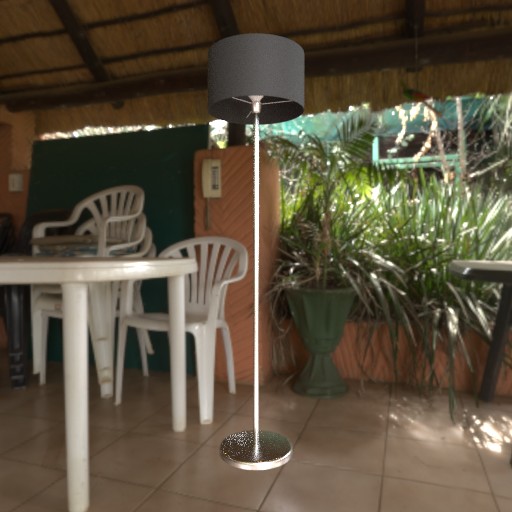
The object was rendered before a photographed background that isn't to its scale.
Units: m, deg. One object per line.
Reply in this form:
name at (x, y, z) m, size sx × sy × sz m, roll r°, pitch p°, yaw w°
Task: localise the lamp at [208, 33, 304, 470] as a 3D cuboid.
lamp at (0.000, 0.000, 1.618) m, size 0.348 × 1.443 × 0.348 m, roll 0°, pitch 1°, yaw 18°
